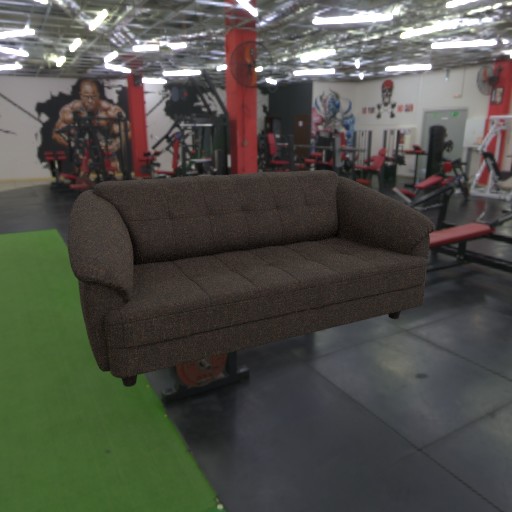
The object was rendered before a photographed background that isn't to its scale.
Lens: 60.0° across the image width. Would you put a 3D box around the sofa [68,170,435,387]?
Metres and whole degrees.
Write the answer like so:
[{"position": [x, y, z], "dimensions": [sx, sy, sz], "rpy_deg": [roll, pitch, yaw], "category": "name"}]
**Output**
[{"position": [0.000, 0.000, 2.354], "dimensions": [1.849, 0.790, 0.887], "rpy_deg": [-8, 18, -26], "category": "sofa"}]
